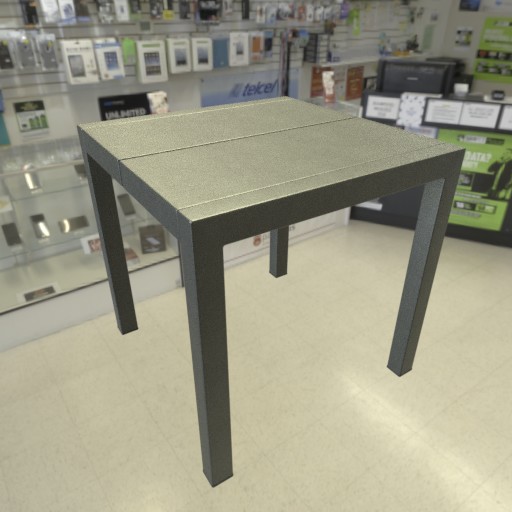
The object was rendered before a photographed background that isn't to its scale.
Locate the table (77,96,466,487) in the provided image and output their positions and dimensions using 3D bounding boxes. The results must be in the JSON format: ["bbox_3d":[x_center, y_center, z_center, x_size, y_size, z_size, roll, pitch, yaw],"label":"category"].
[{"bbox_3d":[0.000,0.000,0.930,0.508,0.508,0.508,-18,35,-28],"label":"table"}]
